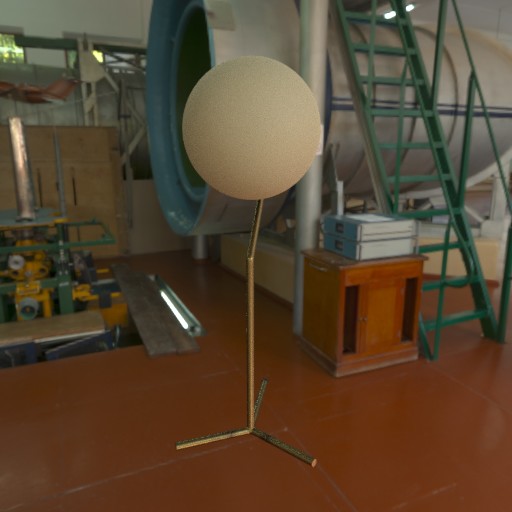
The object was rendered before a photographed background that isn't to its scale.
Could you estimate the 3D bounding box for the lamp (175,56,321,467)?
[{"bbox_3d":[0.000,0.000,0.677,0.210,0.552,0.251,2,14,10],"label":"lamp"}]
